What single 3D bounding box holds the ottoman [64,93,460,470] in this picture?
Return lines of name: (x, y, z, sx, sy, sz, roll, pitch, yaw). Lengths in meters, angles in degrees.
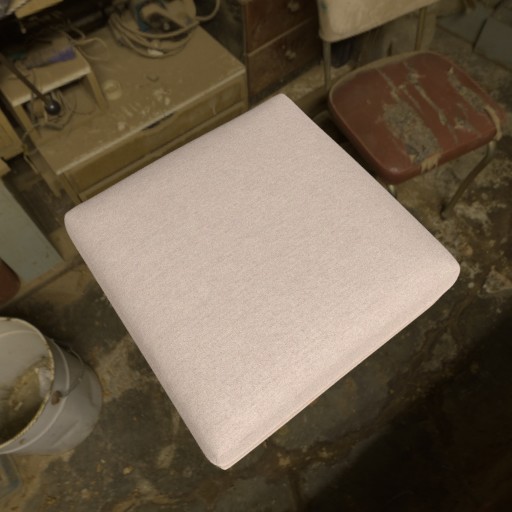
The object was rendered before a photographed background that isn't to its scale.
ottoman: (0.000, 0.000, 1.646, 1.041, 0.470, 1.041, -33, 68, -16)
